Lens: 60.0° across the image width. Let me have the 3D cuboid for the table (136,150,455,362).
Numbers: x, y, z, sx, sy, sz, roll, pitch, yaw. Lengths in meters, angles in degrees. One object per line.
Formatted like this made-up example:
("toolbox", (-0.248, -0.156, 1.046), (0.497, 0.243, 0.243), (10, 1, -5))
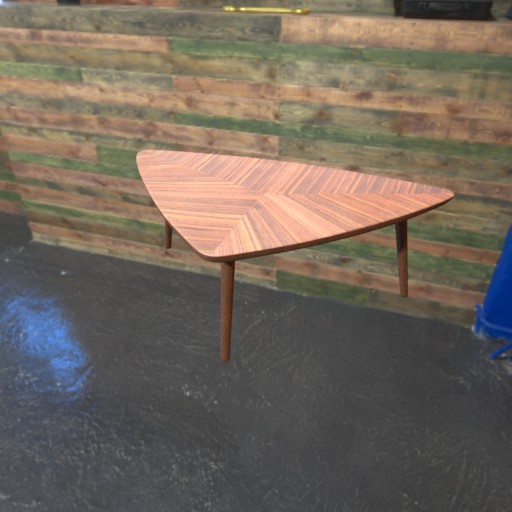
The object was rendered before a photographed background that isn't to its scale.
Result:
("table", (0.000, 0.000, 1.294), (1.008, 0.365, 0.601), (11, 34, 17))
